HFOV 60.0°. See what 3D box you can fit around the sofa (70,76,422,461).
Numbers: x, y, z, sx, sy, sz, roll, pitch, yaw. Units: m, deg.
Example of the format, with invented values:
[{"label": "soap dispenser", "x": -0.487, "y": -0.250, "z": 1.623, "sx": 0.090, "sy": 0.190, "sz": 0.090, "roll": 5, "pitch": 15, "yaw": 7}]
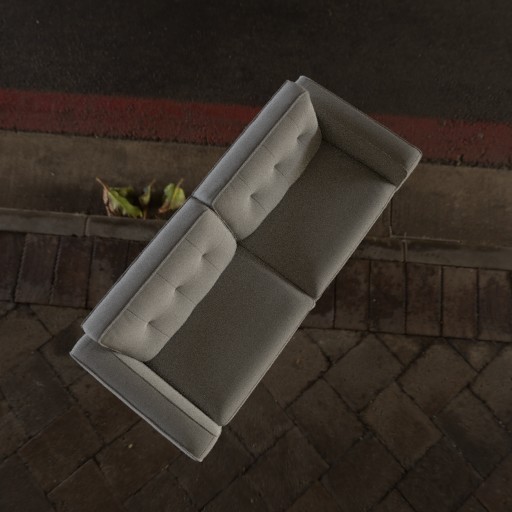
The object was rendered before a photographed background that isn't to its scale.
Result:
[{"label": "sofa", "x": 0.000, "y": 0.000, "z": 2.781, "sx": 0.956, "sy": 0.781, "sz": 2.270, "roll": 36, "pitch": 79, "yaw": 8}]
